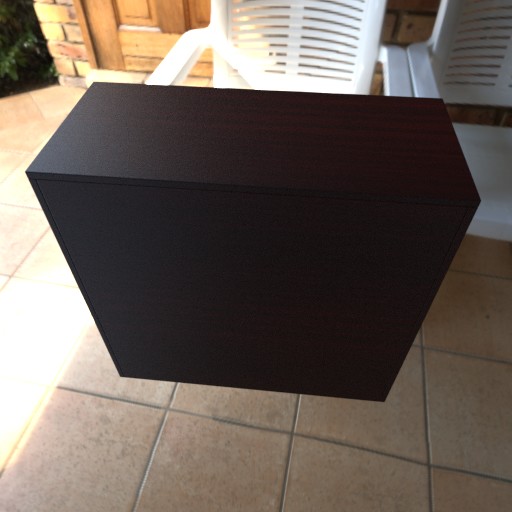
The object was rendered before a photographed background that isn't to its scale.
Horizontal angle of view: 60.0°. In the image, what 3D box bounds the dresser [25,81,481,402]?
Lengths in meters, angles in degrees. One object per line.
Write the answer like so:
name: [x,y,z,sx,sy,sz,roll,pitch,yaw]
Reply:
dresser: [0.000,0.000,1.108,0.750,0.720,0.360,4,47,4]
